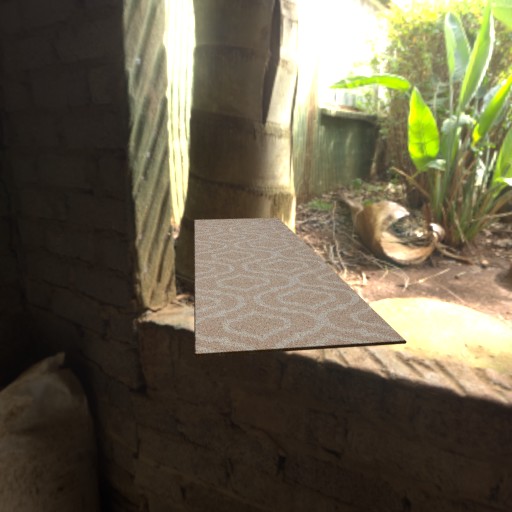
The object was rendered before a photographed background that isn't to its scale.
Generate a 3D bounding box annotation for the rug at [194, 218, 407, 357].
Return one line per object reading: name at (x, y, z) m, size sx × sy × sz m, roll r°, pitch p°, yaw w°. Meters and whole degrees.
rug at (0.000, 0.000, 2.501) m, size 0.691 × 0.013 × 2.289 m, roll -2°, pitch 15°, yaw -7°
